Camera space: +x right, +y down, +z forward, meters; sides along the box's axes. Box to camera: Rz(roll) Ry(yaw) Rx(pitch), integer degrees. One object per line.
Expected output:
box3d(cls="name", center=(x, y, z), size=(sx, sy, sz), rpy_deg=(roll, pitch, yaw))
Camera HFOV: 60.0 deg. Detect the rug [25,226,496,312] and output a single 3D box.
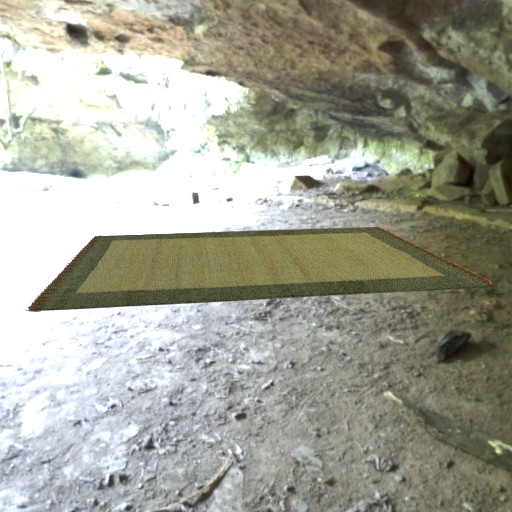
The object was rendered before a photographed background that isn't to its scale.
box3d(cls="rug", center=(0.000, 0.000, 2.259), size=(1.838, 0.019, 1.220), rpy_deg=(-2, 15, -8))
